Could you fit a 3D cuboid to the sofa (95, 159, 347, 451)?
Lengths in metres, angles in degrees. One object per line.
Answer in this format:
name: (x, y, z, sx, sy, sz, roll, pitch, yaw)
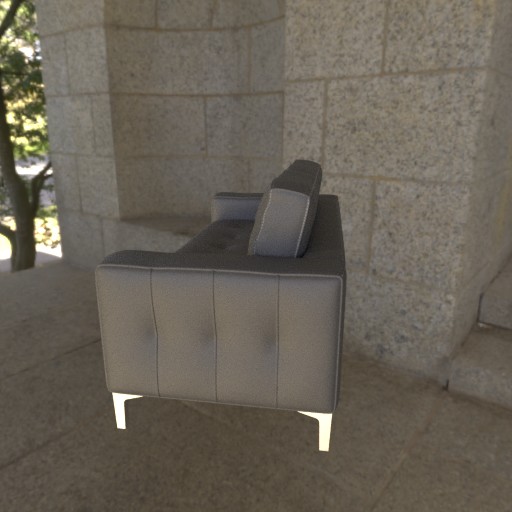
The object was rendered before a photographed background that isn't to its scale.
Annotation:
sofa: (0.000, 0.000, 2.237, 0.833, 0.892, 1.726, 3, 16, 9)
